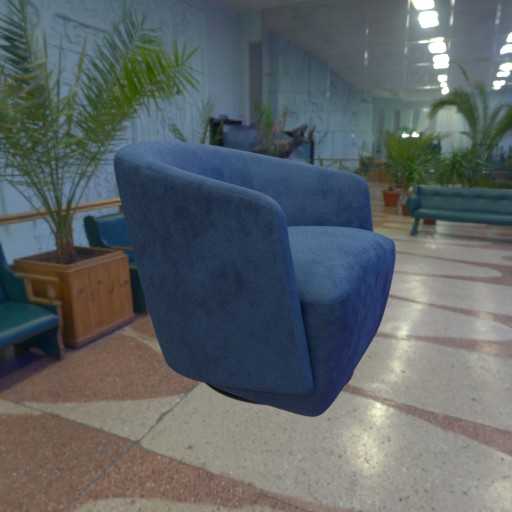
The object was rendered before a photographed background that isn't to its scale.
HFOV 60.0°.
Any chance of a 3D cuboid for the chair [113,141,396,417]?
[{"bbox_3d":[0.000,0.000,1.382,0.767,0.698,0.773,7,16,26],"label":"chair"}]
